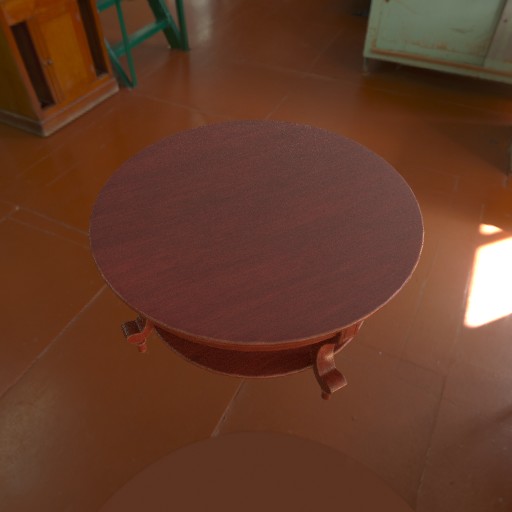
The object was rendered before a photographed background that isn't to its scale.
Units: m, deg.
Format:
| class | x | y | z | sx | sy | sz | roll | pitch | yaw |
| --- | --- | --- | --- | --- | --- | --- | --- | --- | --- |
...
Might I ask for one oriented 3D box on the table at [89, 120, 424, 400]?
| class | x | y | z | sx | sy | sz | roll | pitch | yaw |
| --- | --- | --- | --- | --- | --- | --- | --- | --- | --- |
| table | 0.000 | 0.000 | 1.573 | 1.029 | 0.486 | 1.029 | 0 | 47 | 0 |
